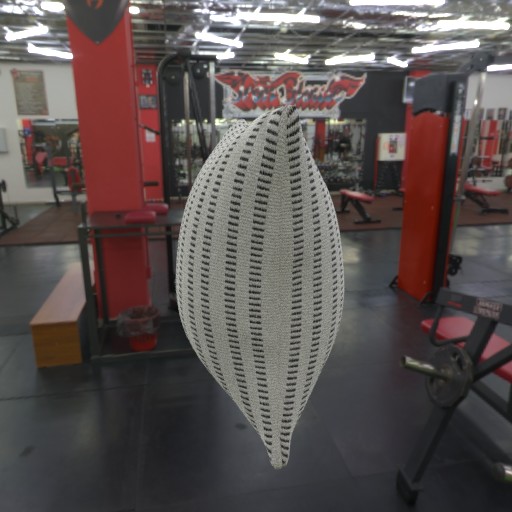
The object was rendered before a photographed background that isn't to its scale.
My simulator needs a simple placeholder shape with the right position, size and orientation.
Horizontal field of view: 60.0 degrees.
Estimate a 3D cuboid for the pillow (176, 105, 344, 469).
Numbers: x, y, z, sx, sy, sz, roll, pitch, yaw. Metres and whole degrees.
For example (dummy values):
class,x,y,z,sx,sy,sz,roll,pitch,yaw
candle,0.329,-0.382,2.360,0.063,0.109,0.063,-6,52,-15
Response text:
class,x,y,z,sx,sy,sz,roll,pitch,yaw
pillow,0.000,0.000,0.684,0.247,0.419,0.438,-2,15,-8
